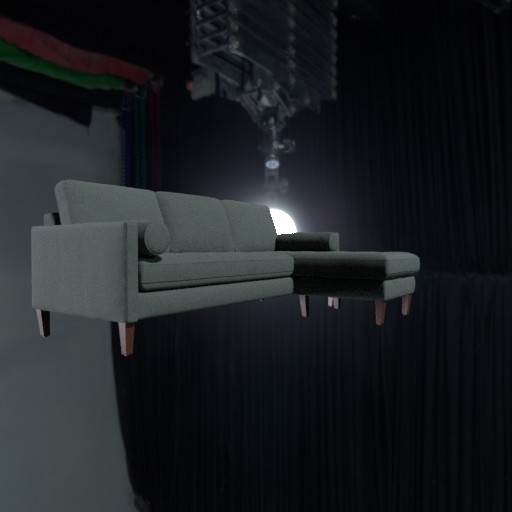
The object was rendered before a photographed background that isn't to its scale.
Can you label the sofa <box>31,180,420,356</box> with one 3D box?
[{"bbox_3d":[0.000,0.000,2.873,1.506,0.876,2.178,1,1,36],"label":"sofa"}]
